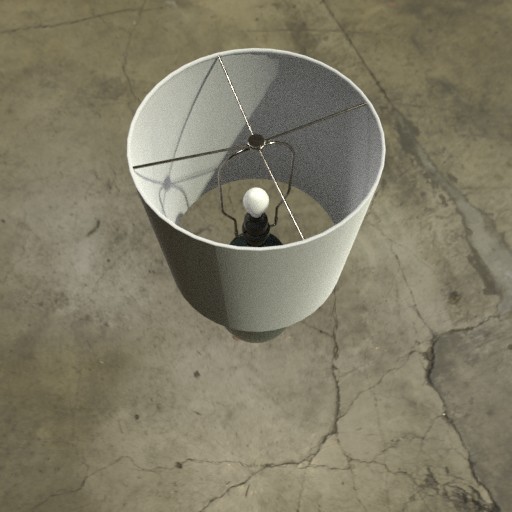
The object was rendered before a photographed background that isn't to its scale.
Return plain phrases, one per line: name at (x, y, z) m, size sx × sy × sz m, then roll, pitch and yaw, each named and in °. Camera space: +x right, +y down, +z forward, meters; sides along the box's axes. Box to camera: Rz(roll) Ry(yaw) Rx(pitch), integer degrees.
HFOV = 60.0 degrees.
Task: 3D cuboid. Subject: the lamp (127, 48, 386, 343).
lamp at (0.000, 0.000, 0.576) m, size 0.217 × 0.453 × 0.217 m, roll -18°, pitch 65°, yaw -9°
